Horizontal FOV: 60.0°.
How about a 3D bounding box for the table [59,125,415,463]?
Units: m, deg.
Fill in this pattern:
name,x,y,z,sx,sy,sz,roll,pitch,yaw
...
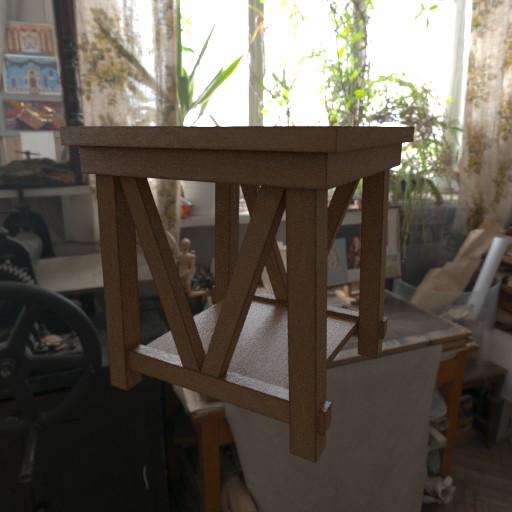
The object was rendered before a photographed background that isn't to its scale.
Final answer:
name,x,y,z,sx,sy,sz,roll,pitch,yaw
table,0.000,0.000,1.136,0.612,0.638,0.610,9,18,28
